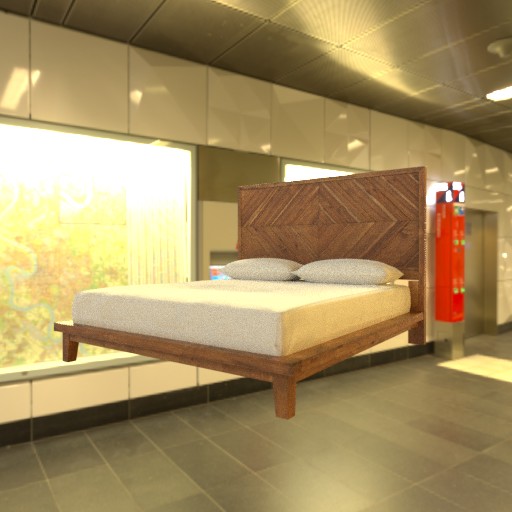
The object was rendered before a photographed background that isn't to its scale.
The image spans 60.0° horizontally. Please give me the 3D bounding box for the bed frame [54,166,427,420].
[{"bbox_3d":[0.000,0.000,3.545,2.038,1.537,2.235,0,1,36],"label":"bed frame"}]
